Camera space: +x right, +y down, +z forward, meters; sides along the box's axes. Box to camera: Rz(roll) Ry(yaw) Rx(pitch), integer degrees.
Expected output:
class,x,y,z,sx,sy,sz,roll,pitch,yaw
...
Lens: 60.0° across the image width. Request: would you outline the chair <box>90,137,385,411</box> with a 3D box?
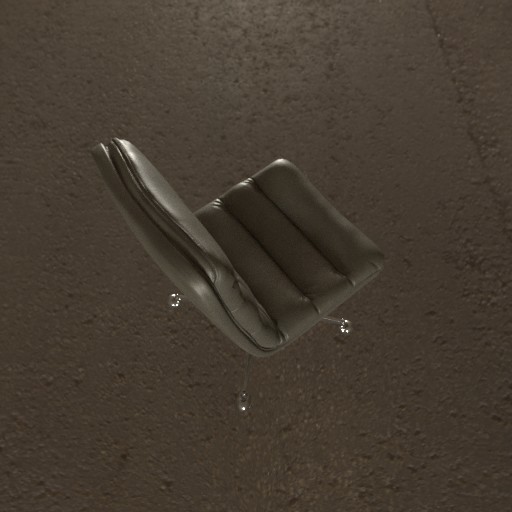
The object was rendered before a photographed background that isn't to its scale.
class,x,y,z,sx,sy,sz,roll,pitch,yaw
chair,0.000,0.000,1.042,0.485,0.738,0.422,-32,64,-18
